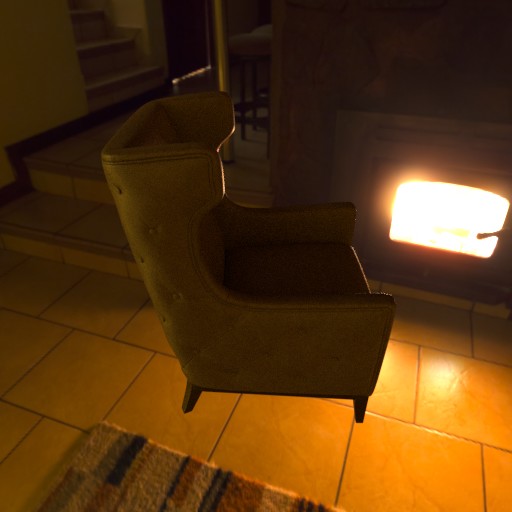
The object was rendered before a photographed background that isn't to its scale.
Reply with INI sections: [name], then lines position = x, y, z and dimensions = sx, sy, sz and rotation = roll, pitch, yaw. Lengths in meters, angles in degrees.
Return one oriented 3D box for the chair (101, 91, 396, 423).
[chair]
position = 0.000, 0.000, 1.704
dimensions = 0.899, 1.079, 0.769
rotation = 0, 32, 0
